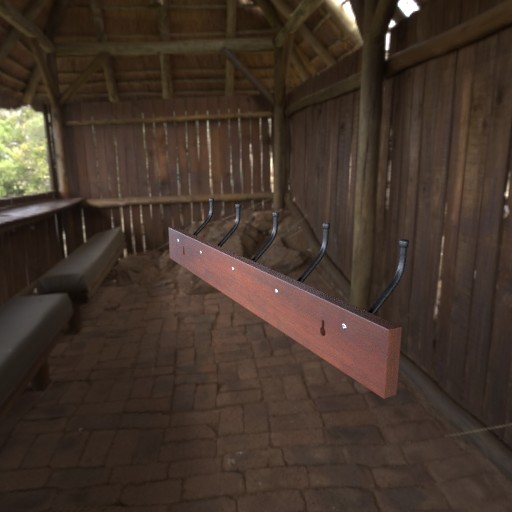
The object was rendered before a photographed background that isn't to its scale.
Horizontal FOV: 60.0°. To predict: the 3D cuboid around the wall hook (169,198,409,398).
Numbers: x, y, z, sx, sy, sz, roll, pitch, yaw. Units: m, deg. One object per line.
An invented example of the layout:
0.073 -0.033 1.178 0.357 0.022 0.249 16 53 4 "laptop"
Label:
0.000 0.000 0.607 0.071 0.117 0.571 -7 14 -27 "wall hook"
